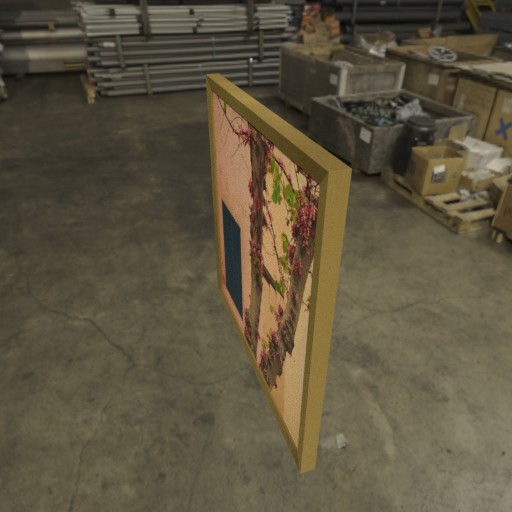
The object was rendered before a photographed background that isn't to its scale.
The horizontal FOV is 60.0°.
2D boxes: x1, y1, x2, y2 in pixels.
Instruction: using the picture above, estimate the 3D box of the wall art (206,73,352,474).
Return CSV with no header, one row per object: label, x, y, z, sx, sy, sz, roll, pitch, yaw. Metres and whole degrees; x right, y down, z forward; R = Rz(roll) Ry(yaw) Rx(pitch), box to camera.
wall art,0.000,0.000,1.158,0.038,0.762,0.762,-11,34,-16
